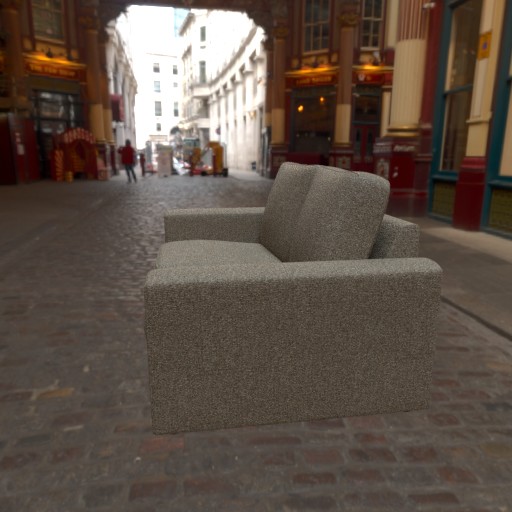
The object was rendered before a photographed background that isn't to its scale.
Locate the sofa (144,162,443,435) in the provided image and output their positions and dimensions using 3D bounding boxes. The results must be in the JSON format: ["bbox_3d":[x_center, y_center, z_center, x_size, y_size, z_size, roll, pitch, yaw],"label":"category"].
[{"bbox_3d":[0.000,0.000,2.194,1.016,0.873,1.616,-2,14,-9],"label":"sofa"}]
